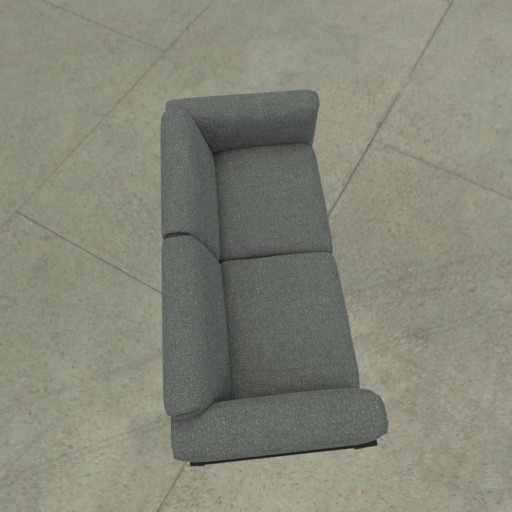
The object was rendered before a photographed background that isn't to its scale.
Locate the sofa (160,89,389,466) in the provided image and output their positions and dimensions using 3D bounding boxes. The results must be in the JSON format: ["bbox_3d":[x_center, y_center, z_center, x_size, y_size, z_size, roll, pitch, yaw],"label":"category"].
[{"bbox_3d":[0.000,0.000,2.558,0.985,0.703,2.125,-5,65,-2],"label":"sofa"}]
